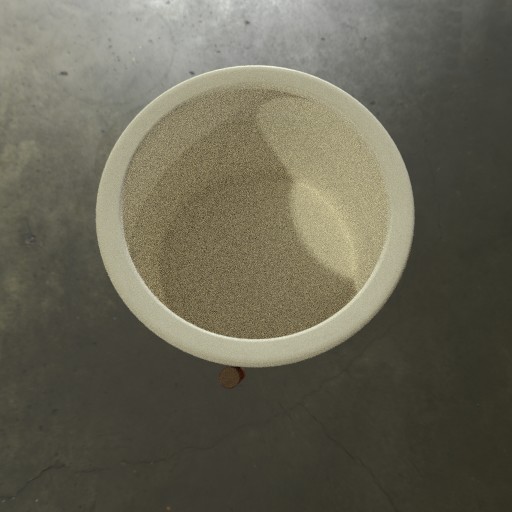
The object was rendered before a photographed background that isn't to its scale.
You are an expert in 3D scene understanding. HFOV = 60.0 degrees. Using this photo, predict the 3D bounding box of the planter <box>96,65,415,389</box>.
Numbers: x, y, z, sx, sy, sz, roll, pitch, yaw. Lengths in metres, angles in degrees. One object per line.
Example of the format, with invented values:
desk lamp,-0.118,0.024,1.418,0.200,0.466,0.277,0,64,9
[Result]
planter,0.000,0.000,0.861,0.421,0.581,0.420,-31,78,-7
